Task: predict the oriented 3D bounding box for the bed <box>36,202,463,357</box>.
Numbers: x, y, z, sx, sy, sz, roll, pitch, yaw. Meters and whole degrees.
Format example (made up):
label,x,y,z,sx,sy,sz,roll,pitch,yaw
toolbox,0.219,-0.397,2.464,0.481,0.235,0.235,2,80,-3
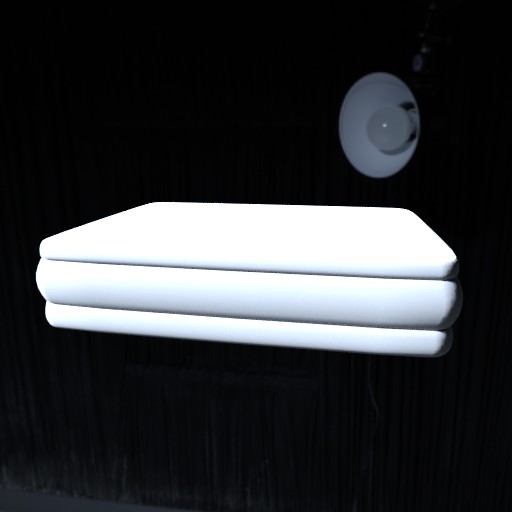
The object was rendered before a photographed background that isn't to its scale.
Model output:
label,x,y,z,sx,sy,sz,roll,pitch,yaw
bed,0.000,0.000,2.659,2.036,0.460,1.520,3,15,10
